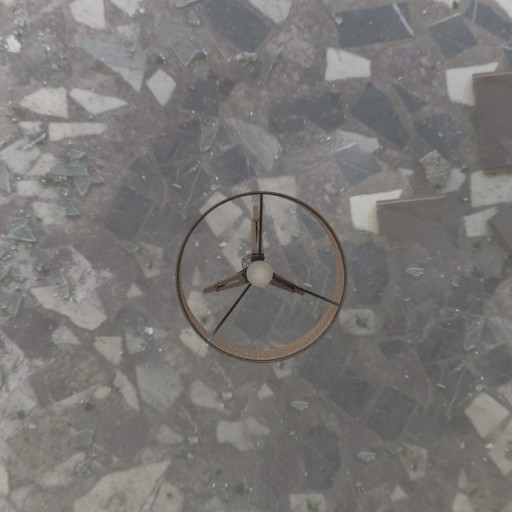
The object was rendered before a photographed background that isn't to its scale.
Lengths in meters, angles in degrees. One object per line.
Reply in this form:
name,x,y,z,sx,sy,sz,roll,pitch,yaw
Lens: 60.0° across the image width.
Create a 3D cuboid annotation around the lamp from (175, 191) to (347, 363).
lamp,0.000,0.000,1.838,0.604,1.510,0.587,0,90,-1
